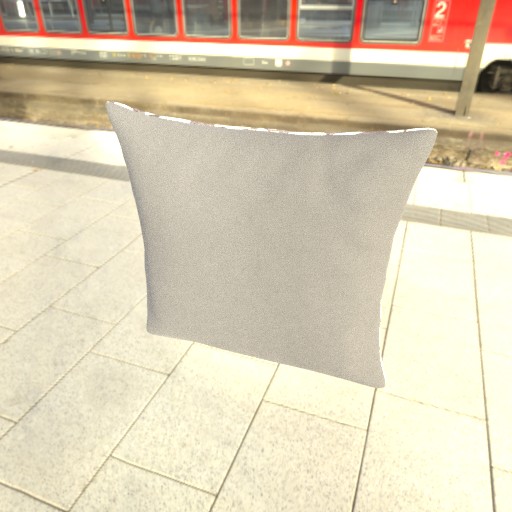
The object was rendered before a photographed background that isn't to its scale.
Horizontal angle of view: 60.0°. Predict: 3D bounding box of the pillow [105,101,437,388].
[{"bbox_3d":[0.000,0.000,0.802,0.526,0.507,0.166,10,33,16],"label":"pillow"}]
